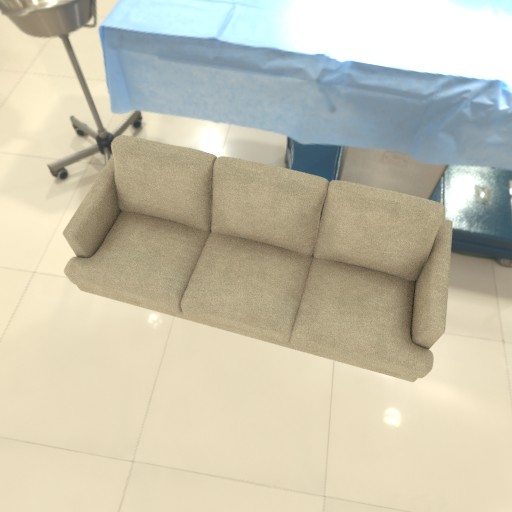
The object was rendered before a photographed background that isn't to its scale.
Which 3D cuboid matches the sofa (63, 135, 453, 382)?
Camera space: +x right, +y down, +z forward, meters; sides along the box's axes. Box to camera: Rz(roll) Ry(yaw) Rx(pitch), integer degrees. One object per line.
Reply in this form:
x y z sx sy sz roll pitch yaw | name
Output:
0.000 0.000 2.769 2.246 0.930 0.903 14 59 9 | sofa
